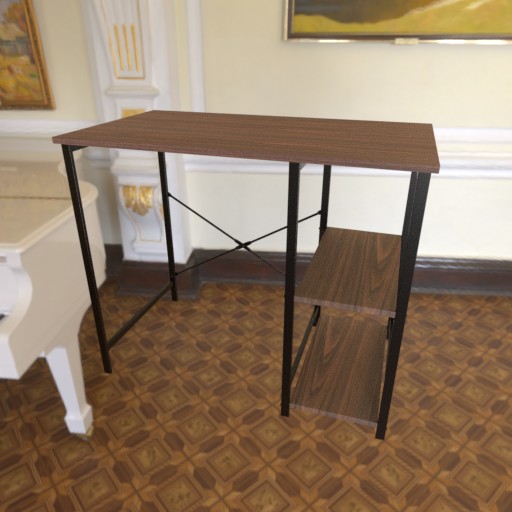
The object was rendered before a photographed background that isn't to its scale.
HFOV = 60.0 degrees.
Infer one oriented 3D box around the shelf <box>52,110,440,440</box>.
[{"bbox_3d":[0.000,0.000,1.348,0.902,0.750,0.498,8,27,16],"label":"shelf"}]
